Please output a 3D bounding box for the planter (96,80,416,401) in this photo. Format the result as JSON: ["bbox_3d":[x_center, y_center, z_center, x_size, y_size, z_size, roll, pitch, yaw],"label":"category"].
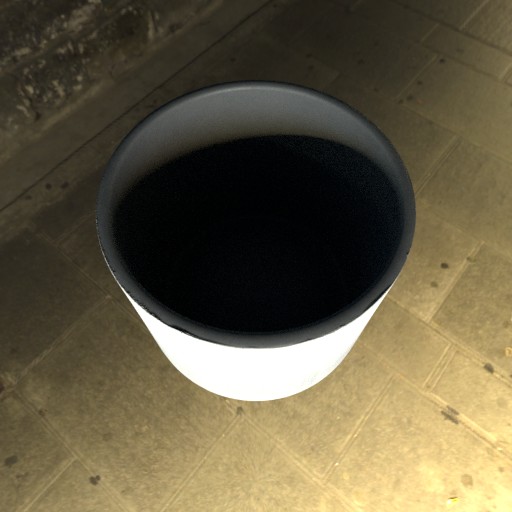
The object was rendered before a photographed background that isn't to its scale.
[{"bbox_3d":[0.000,0.000,0.398,0.226,0.201,0.226,0,63,0],"label":"planter"}]
